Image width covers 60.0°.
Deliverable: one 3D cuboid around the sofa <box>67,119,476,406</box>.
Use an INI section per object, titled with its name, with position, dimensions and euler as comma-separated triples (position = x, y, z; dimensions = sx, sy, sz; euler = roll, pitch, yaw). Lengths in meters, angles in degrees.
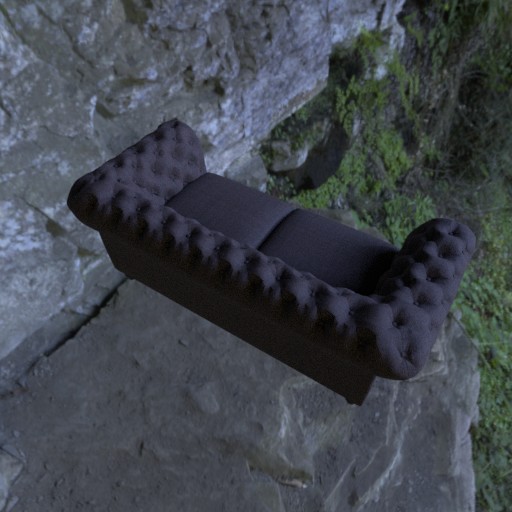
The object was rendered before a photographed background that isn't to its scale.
[sofa]
position = 0.000, 0.000, 2.522
dimensions = 2.048, 0.780, 0.944
euler = 25, 51, 22
